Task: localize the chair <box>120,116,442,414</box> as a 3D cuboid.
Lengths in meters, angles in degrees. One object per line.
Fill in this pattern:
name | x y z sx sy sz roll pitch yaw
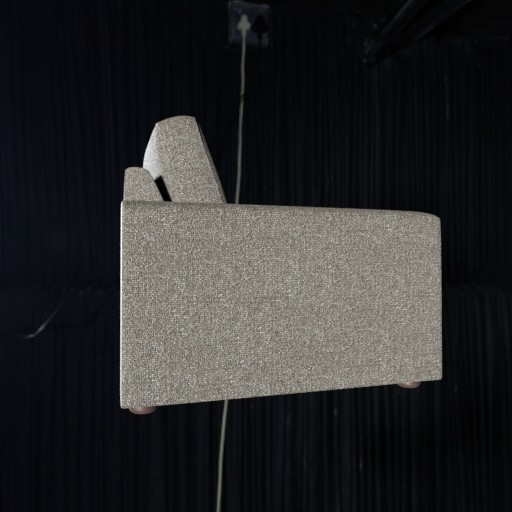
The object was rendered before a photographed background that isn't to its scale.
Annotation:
chair | 0.000 0.000 1.744 1.016 0.873 1.005 0 -1 -17
